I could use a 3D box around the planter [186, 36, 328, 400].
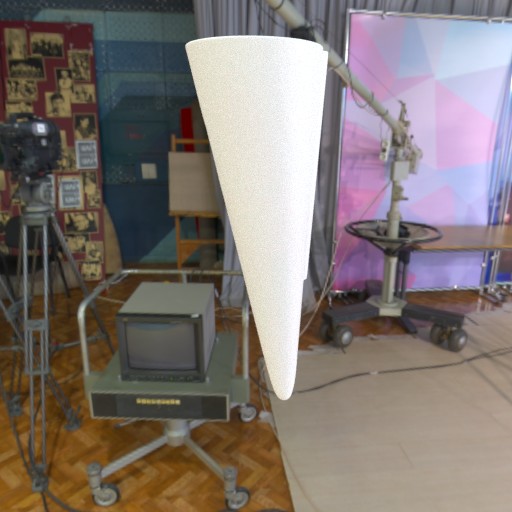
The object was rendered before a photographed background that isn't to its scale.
[{"bbox_3d":[0.000,0.000,0.225,0.057,0.193,0.064,16,24,42],"label":"planter"}]
